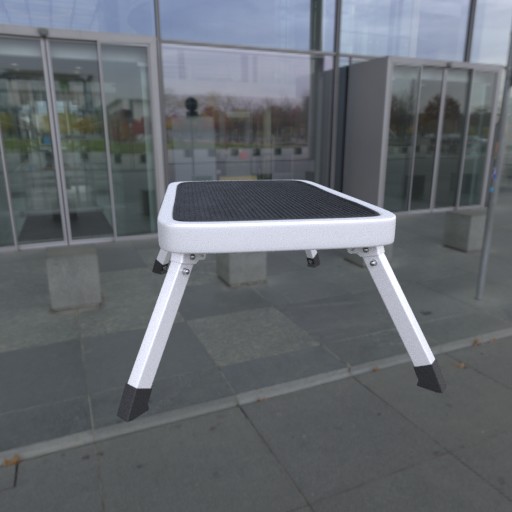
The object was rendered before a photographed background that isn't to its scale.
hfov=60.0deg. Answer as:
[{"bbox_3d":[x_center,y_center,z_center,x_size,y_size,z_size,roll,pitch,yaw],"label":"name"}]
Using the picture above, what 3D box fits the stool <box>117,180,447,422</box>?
[{"bbox_3d":[0.000,0.000,0.609,0.320,0.170,0.460,-2,16,-8],"label":"stool"}]
